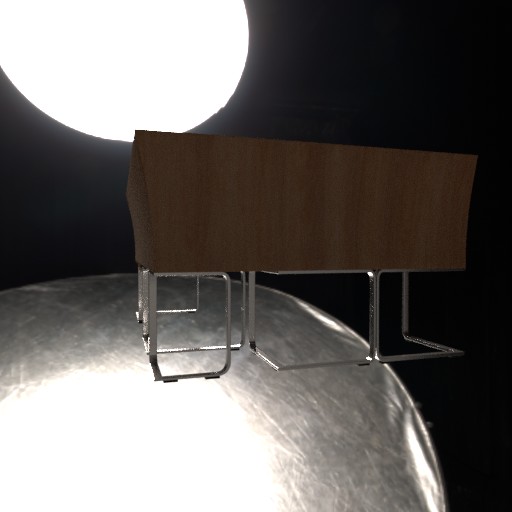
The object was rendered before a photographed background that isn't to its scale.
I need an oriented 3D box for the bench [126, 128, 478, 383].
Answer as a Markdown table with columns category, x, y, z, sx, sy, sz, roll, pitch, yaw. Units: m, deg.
| category | x | y | z | sx | sy | sz | roll | pitch | yaw |
| --- | --- | --- | --- | --- | --- | --- | --- | --- | --- |
| bench | 0.000 | 0.000 | 2.713 | 1.495 | 0.930 | 1.945 | 0 | 1 | -17 |
